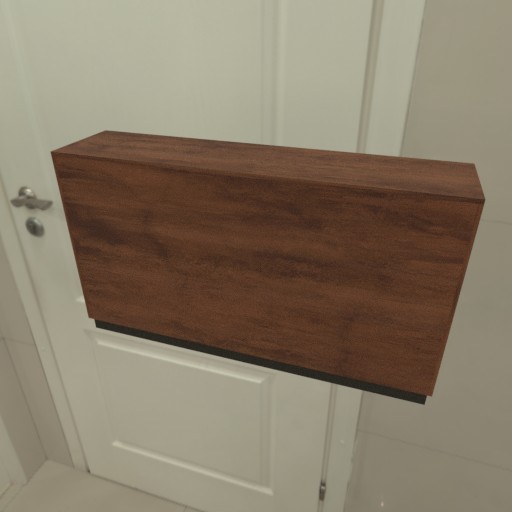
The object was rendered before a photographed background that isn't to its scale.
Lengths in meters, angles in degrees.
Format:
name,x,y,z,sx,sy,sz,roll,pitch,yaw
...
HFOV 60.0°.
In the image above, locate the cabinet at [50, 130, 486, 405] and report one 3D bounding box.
name,x,y,z,sx,sy,sz,roll,pitch,yaw
cabinet,0.000,0.000,1.952,1.600,0.900,0.420,9,31,16
